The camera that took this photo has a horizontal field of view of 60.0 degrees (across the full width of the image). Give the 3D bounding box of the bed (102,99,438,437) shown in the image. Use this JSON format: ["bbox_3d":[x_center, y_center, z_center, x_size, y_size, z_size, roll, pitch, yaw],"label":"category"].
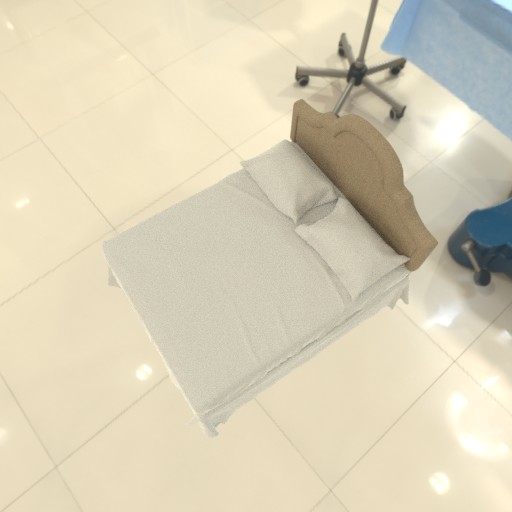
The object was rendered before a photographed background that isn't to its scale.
[{"bbox_3d":[0.000,0.000,3.444,2.222,1.634,1.780,-31,68,-14],"label":"bed"}]
